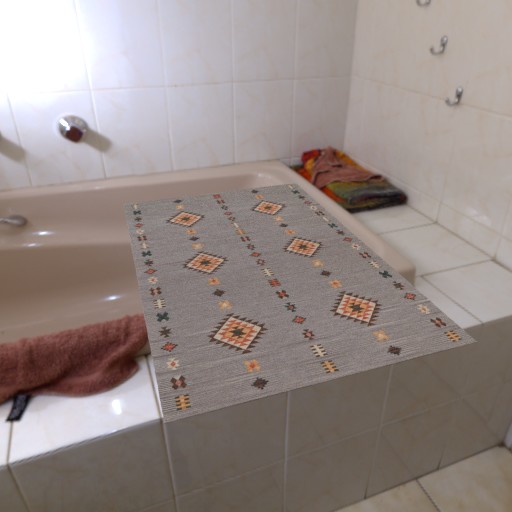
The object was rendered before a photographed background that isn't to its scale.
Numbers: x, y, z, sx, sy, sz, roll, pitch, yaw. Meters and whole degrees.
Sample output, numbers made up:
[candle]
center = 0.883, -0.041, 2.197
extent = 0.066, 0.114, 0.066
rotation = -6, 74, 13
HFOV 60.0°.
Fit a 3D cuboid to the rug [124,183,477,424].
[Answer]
[rug]
center = 0.000, 0.000, 2.313
extent = 1.217, 0.005, 1.818
rotation = -10, 31, -16
